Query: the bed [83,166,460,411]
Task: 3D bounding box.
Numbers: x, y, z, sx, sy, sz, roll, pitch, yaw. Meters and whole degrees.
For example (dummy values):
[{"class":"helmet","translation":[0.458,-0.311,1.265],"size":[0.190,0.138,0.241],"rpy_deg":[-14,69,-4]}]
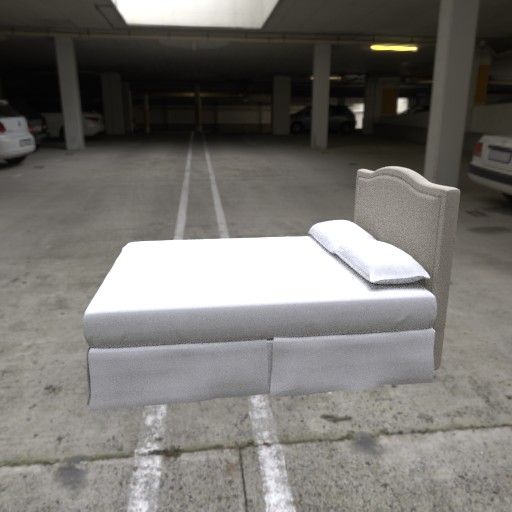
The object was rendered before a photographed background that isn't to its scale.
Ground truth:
[{"class":"bed","translation":[0.000,0.000,3.692],"size":[2.477,1.437,1.977],"rpy_deg":[-2,15,-7]}]
